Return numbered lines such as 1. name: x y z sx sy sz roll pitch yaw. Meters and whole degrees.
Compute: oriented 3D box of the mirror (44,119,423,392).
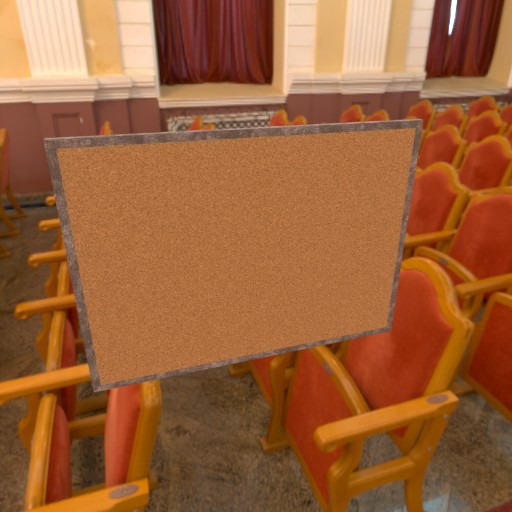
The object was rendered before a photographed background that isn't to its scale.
1. mirror: 0.000 0.000 1.417 1.101 0.795 0.022 -8 26 -16
